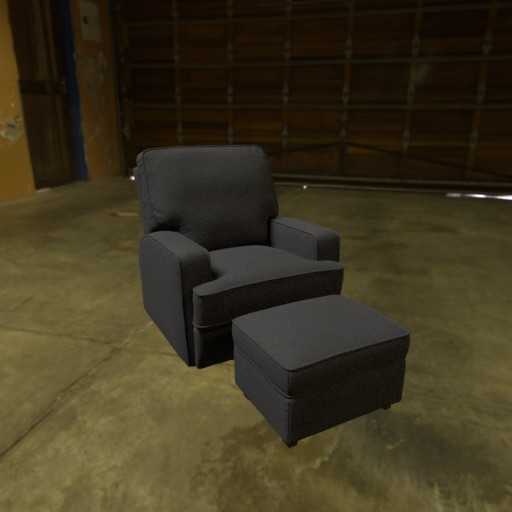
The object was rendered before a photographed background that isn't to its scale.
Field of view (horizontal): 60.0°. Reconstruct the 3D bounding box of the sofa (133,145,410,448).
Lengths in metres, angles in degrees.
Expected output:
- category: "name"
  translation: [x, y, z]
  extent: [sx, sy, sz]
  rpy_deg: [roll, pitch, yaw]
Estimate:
- category: "sofa"
  translation: [0.000, 0.000, 2.094]
  extent: [0.861, 0.959, 1.472]
  rpy_deg: [-9, 20, -27]
